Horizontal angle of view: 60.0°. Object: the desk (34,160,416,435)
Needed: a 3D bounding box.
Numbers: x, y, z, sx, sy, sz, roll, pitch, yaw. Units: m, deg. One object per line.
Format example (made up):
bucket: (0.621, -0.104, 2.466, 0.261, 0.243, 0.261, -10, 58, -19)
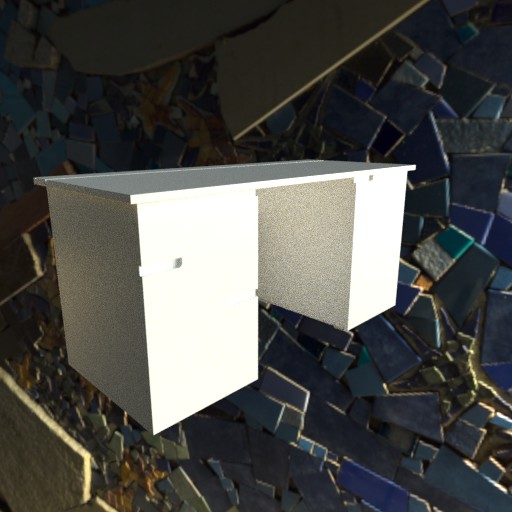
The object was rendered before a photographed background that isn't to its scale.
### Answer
desk: (0.000, 0.000, 1.995, 0.670, 0.760, 1.580, 15, 21, 43)
